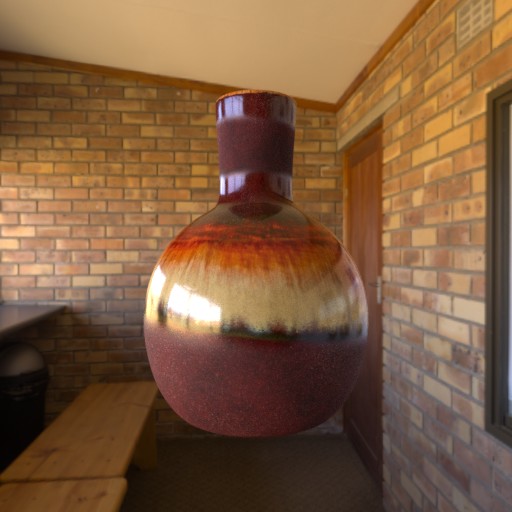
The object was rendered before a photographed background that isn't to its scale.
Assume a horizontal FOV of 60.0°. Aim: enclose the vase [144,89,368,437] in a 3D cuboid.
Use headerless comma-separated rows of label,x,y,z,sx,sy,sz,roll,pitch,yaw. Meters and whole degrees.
vase,0.000,0.000,0.225,0.111,0.154,0.111,0,0,0
